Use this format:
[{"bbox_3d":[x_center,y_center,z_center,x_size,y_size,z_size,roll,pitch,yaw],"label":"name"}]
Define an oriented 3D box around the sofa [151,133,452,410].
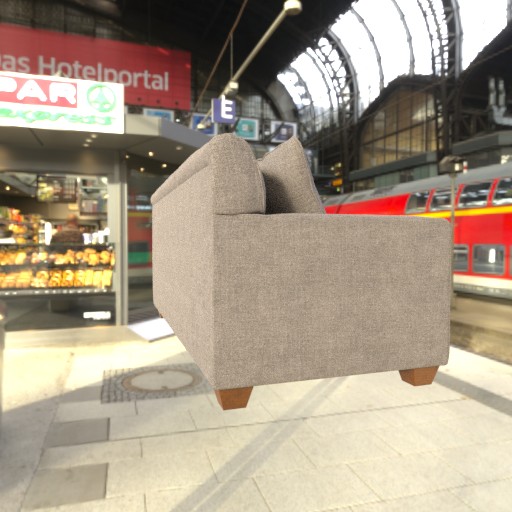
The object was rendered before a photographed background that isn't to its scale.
[{"bbox_3d":[0.000,0.000,2.513,0.997,0.958,2.024,-1,2,-18],"label":"sofa"}]
